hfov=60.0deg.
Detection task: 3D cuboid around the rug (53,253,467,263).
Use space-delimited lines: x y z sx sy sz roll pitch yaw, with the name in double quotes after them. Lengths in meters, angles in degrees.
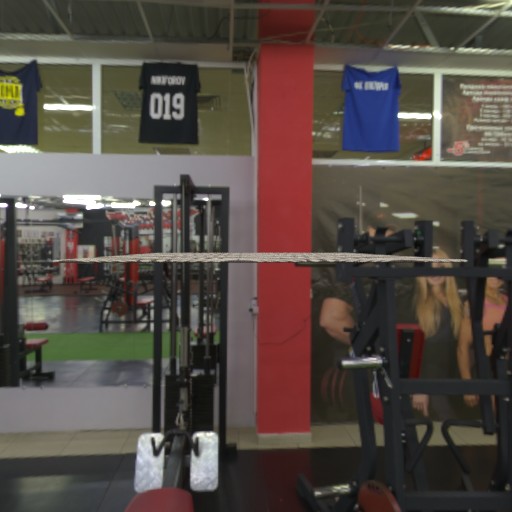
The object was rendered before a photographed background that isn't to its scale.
0.000 0.000 4.101 2.438 0.016 3.048 0 1 -1 "rug"
